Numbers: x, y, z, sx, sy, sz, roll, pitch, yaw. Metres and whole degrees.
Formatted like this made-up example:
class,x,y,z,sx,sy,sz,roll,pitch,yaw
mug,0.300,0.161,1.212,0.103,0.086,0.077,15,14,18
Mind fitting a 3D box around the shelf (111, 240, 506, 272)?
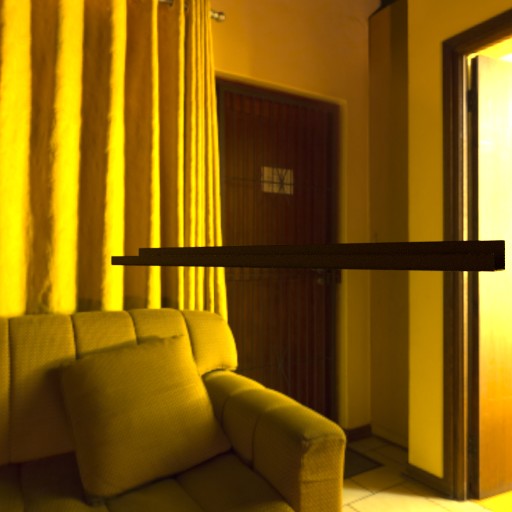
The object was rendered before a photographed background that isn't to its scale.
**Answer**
class,x,y,z,sx,sy,sz,roll,pitch,yaw
shelf,0.000,0.000,0.945,0.924,0.049,0.092,0,0,38
